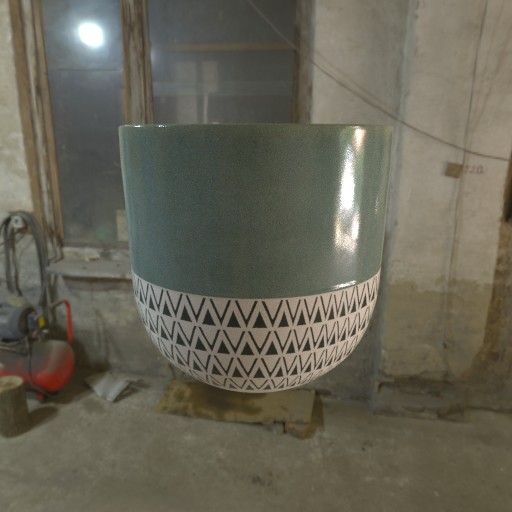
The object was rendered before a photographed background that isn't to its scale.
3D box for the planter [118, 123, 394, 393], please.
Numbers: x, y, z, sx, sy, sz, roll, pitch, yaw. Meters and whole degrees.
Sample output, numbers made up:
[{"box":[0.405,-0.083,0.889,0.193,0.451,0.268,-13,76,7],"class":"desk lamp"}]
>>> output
[{"box":[0.000,0.000,0.481,0.266,0.270,0.266,0,15,0],"class":"planter"}]
